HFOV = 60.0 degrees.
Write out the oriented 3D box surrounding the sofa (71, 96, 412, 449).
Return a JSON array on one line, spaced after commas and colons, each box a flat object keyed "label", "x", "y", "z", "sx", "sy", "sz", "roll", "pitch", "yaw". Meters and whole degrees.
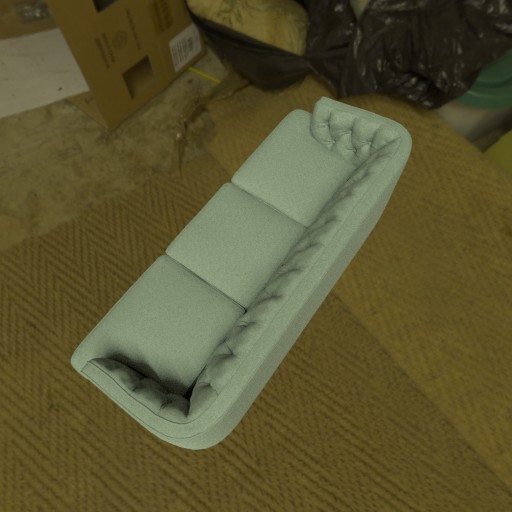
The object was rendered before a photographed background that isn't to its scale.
[{"label": "sofa", "x": 0.000, "y": 0.000, "z": 2.725, "sx": 0.941, "sy": 0.855, "sz": 2.278, "roll": 33, "pitch": 68, "yaw": 15}]
